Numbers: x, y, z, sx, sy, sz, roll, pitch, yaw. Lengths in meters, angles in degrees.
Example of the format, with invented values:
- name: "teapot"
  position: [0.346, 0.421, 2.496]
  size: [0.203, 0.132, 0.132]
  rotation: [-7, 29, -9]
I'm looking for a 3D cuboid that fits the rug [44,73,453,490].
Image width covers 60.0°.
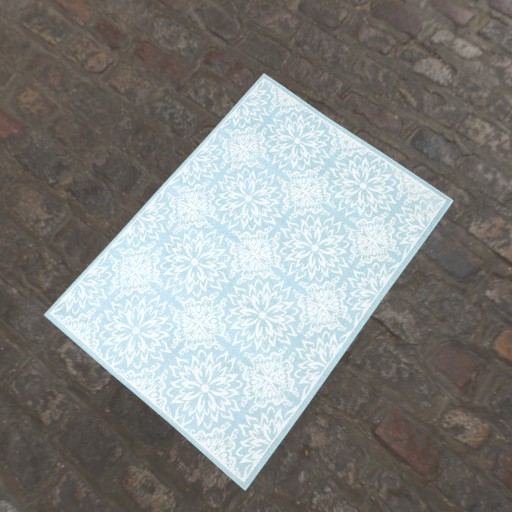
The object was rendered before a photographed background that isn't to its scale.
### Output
- name: "rug"
  position: [0.000, 0.000, 2.823]
  size: [1.589, 0.014, 2.205]
  rotation: [37, 78, 9]
